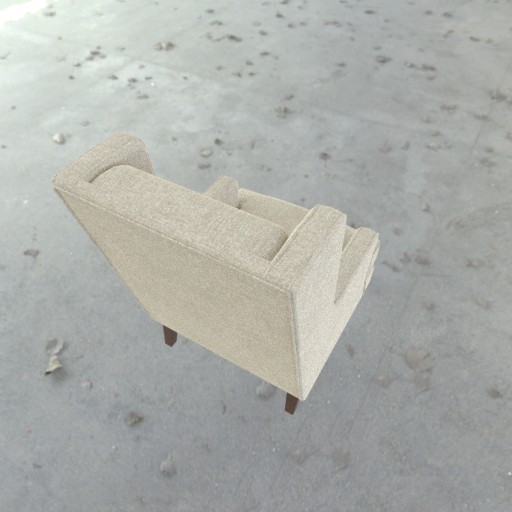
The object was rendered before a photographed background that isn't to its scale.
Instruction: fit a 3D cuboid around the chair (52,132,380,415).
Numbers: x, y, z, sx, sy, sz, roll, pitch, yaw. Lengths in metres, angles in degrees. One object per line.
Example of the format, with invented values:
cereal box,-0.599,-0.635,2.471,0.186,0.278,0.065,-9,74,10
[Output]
chair,0.000,0.000,1.734,0.764,1.082,0.948,23,51,20
